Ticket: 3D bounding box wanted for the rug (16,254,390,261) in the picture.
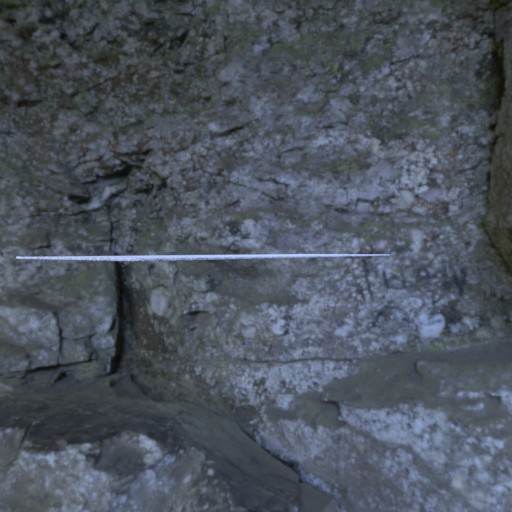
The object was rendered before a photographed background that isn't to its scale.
[{"bbox_3d":[0.000,0.000,2.646,0.807,0.013,2.436,0,1,36],"label":"rug"}]
